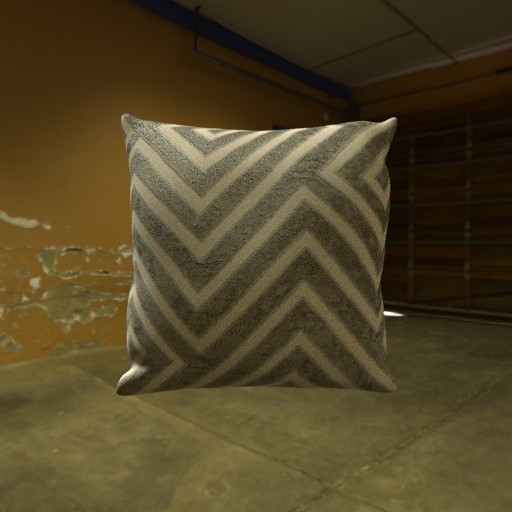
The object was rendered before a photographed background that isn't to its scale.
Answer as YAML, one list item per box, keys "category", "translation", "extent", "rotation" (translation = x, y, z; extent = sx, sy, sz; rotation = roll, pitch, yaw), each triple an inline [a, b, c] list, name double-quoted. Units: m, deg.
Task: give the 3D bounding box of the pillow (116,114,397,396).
- category: "pillow"
  translation: [0.000, 0.000, 0.687]
  extent: [0.440, 0.441, 0.182]
  rotation: [0, 0, 0]
